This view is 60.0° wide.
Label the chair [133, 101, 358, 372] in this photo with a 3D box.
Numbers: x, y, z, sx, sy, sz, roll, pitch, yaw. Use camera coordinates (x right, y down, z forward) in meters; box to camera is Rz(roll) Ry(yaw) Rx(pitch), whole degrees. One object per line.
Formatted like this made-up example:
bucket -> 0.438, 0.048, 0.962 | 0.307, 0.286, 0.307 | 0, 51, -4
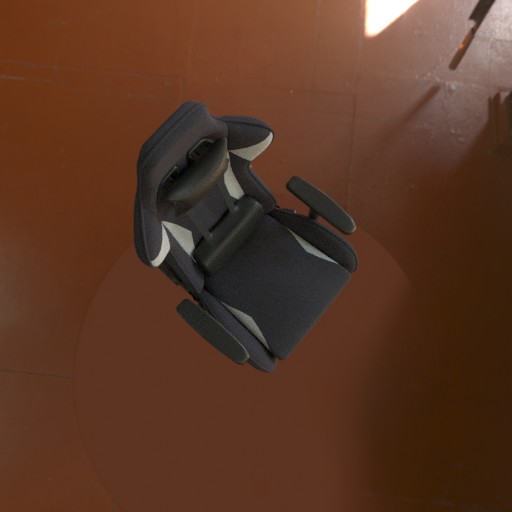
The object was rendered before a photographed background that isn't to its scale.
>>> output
chair -> 0.000, 0.000, 1.721 | 0.695, 1.300, 0.730 | 39, 80, 9
